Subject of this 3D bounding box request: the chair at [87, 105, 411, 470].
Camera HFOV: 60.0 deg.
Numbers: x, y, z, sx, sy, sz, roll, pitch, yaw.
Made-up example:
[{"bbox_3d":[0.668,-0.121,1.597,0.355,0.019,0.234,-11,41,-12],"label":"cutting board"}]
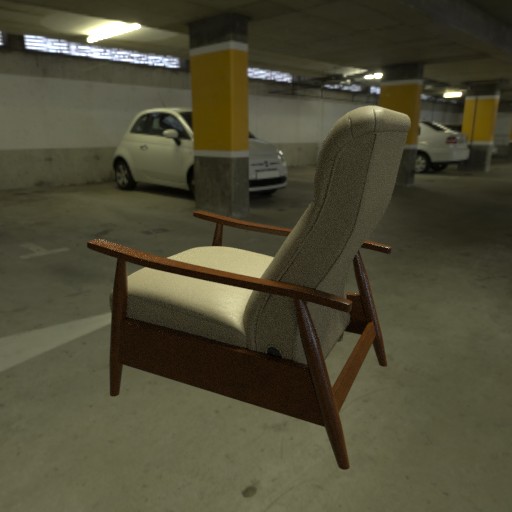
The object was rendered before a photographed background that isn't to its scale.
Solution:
[{"bbox_3d":[0.000,0.000,1.750,1.014,1.082,0.762,7,17,24],"label":"chair"}]
